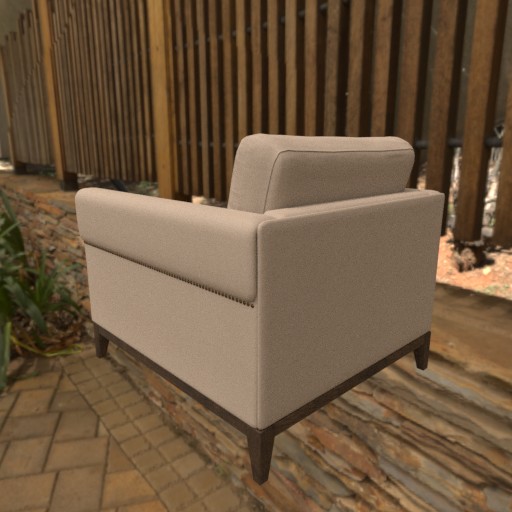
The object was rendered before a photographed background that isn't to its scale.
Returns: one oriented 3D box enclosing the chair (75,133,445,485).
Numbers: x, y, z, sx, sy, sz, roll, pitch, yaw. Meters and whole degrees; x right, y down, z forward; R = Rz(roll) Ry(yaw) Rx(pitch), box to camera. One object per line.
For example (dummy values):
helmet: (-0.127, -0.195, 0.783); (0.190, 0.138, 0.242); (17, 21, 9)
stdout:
chair: (0.000, 0.000, 1.612); (0.914, 0.838, 0.959); (-13, 19, -42)
